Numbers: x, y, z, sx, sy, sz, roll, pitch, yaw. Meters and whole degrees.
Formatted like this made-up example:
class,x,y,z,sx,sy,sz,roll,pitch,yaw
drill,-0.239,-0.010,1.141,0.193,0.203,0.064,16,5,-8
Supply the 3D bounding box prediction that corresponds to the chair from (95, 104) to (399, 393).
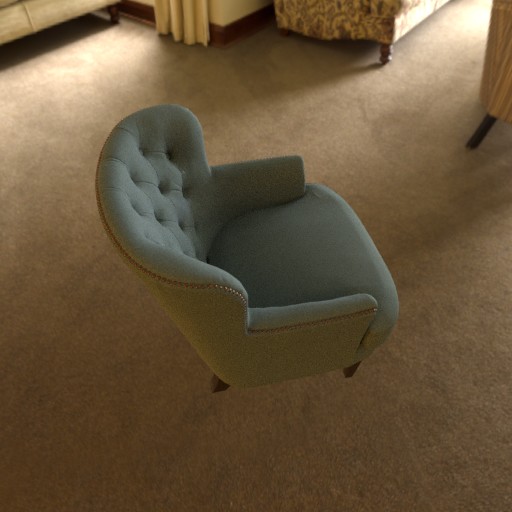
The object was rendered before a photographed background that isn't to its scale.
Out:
class,x,y,z,sx,sy,sz,roll,pitch,yaw
chair,0.000,0.000,1.582,0.906,0.868,0.848,-10,48,-9
